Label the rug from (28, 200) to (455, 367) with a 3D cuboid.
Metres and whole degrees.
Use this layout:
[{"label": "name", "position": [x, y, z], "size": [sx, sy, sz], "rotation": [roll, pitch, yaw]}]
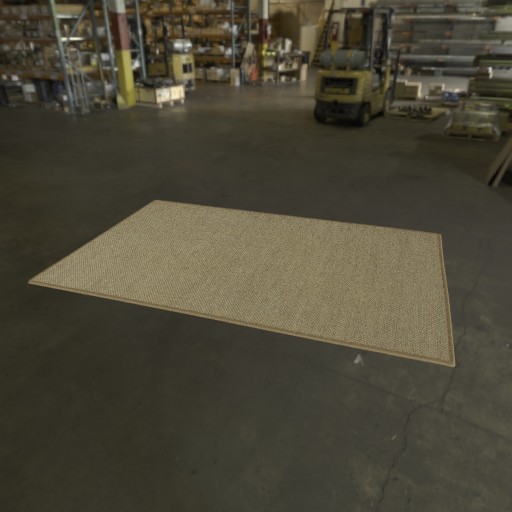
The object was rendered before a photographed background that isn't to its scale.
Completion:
[{"label": "rug", "position": [0.000, 0.000, 2.069], "size": [1.667, 0.013, 1.062], "rotation": [8, 28, 16]}]
